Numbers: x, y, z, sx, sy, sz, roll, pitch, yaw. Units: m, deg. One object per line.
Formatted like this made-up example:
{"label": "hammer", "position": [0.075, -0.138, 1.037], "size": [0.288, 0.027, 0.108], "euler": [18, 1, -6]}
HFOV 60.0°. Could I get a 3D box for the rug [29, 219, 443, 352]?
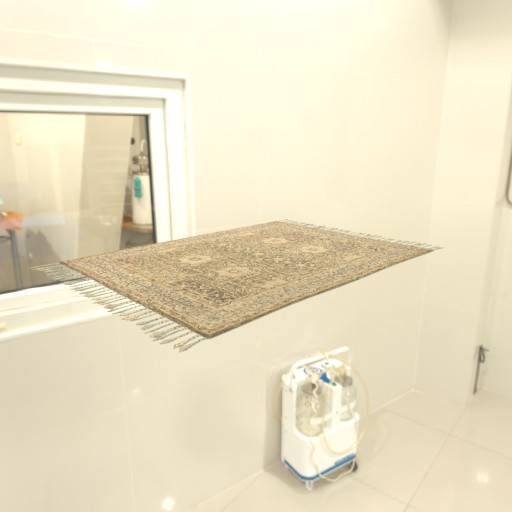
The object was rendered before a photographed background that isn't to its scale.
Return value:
{"label": "rug", "position": [0.000, 0.000, 3.086], "size": [2.465, 0.023, 1.619], "euler": [-14, 21, -42]}
